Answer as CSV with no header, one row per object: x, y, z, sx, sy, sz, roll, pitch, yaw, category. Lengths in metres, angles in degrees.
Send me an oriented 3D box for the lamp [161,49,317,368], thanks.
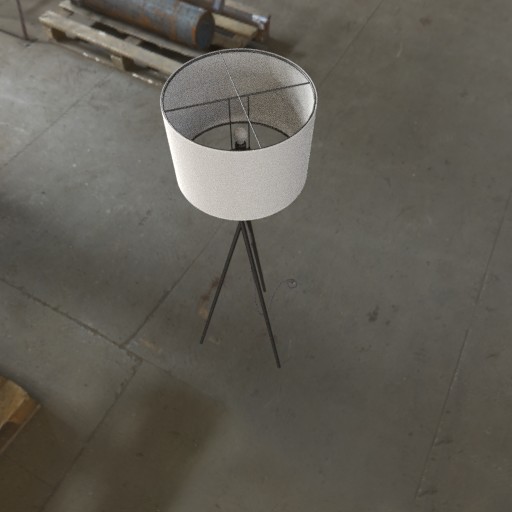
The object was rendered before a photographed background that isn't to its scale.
0.000,0.000,1.900,0.667,1.624,0.522,-15,59,-9,lamp
